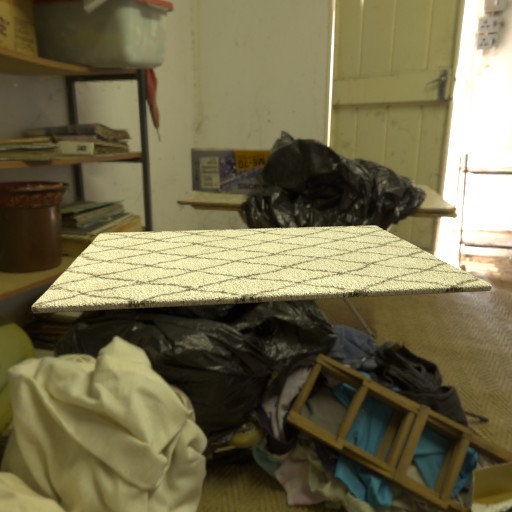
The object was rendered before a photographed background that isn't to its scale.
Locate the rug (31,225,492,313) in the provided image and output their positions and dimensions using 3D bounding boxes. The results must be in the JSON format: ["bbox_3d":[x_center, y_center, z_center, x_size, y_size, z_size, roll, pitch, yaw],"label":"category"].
[{"bbox_3d":[0.000,0.000,2.264,1.778,0.030,1.219,-2,16,-7],"label":"rug"}]
